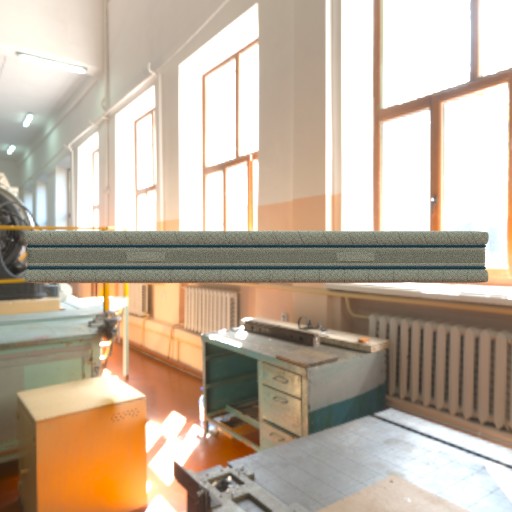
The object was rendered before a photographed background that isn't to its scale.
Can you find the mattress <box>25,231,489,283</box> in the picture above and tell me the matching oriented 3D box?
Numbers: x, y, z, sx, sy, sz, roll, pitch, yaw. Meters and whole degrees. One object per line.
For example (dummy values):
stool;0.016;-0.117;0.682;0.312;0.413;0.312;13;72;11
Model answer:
mattress;0.000;0.000;2.702;2.000;0.230;1.600;0;0;-1
